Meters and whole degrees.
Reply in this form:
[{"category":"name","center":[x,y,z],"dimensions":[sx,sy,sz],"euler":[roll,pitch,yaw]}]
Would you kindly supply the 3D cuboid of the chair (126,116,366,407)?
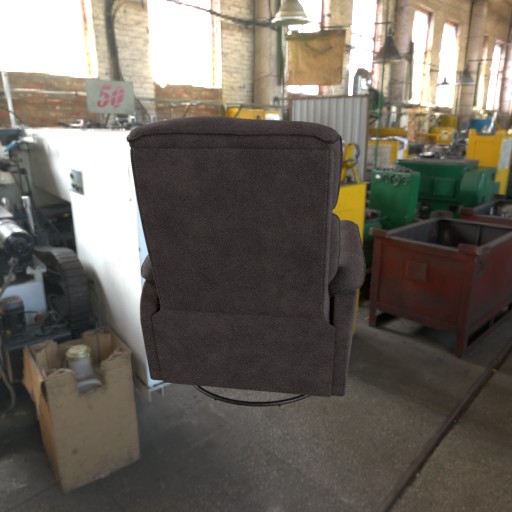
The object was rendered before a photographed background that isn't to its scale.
[{"category":"chair","center":[0.000,0.000,1.742],"dimensions":[0.830,1.035,1.009],"euler":[2,17,8]}]
